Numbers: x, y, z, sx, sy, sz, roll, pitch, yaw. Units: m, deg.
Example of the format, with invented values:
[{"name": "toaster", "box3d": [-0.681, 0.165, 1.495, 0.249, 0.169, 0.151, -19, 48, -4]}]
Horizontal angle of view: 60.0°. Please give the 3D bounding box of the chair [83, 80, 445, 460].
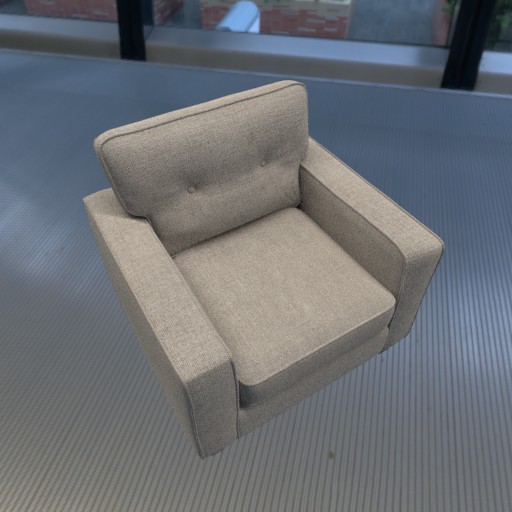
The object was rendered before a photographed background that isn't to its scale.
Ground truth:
[{"name": "chair", "box3d": [0.000, 0.000, 1.709, 1.015, 0.965, 0.939, -24, 51, -21]}]
